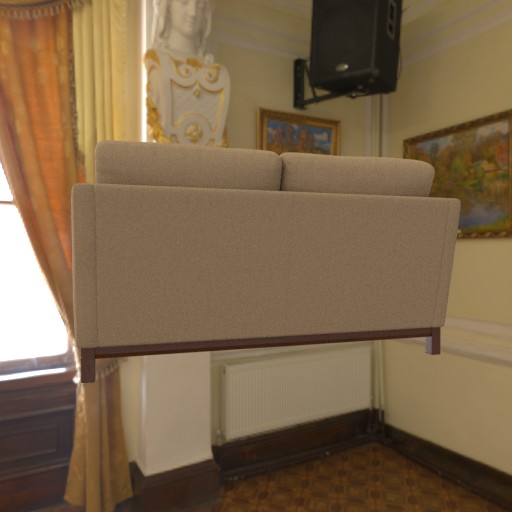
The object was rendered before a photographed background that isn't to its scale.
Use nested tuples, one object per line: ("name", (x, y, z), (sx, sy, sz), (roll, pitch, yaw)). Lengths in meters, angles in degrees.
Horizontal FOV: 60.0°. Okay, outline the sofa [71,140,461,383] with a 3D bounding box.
("sofa", (0.000, 0.000, 2.190), (1.619, 0.910, 1.004), (0, 1, -17))
